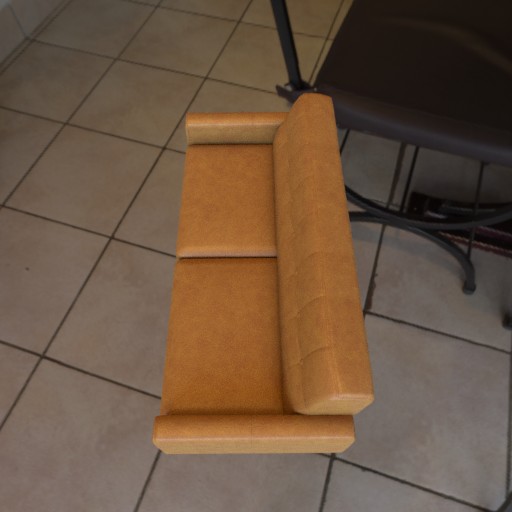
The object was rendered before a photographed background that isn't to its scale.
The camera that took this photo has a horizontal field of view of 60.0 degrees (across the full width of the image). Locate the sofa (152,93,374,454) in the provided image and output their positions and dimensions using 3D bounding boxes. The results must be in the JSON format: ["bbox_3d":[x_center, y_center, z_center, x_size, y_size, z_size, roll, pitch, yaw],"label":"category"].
[{"bbox_3d":[0.000,0.000,2.659,0.980,0.892,2.137,0,59,0],"label":"sofa"}]
